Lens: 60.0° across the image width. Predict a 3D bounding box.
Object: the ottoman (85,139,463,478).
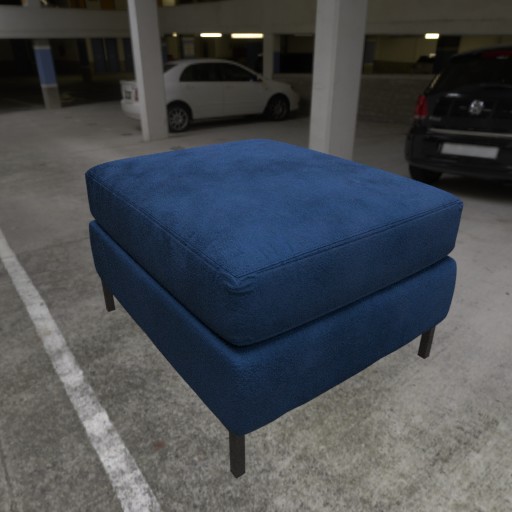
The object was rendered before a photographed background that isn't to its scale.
[{"bbox_3d":[0.000,0.000,1.169,0.655,0.485,0.794,-18,32,-32],"label":"ottoman"}]
